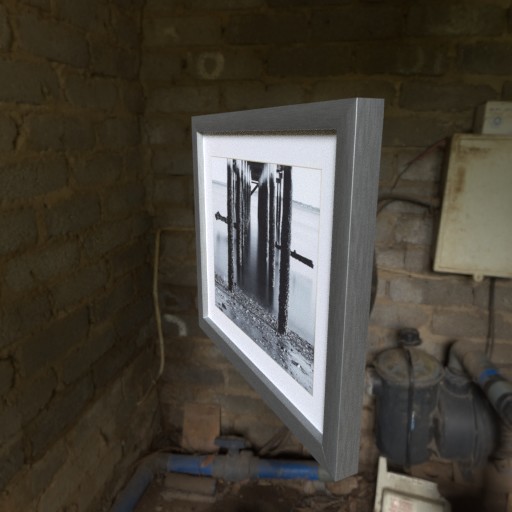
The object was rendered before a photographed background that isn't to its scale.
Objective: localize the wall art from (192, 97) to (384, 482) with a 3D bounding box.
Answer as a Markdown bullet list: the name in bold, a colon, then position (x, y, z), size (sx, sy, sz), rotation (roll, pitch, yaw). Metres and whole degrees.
- **wall art**: position (0.000, 0.000, 0.529), size (0.028, 0.330, 0.380), rotation (-7, 17, -25)
